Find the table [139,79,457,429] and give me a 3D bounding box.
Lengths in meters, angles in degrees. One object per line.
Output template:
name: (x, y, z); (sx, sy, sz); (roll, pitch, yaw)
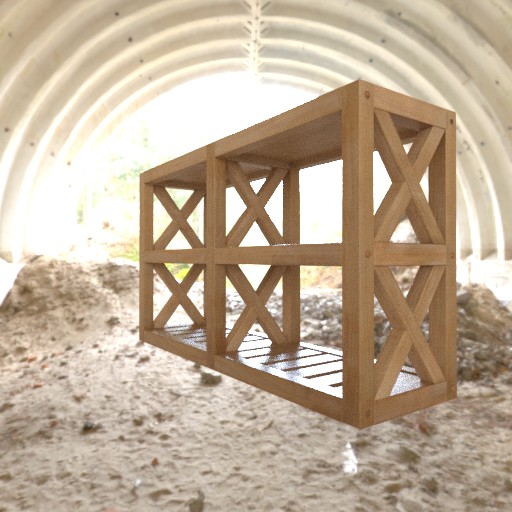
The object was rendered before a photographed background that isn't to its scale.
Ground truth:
table: (0.000, 0.000, 1.601); (0.381, 0.762, 1.320); (0, -1, -35)
